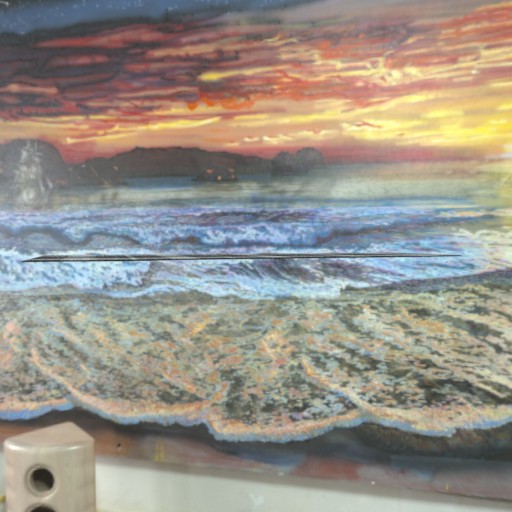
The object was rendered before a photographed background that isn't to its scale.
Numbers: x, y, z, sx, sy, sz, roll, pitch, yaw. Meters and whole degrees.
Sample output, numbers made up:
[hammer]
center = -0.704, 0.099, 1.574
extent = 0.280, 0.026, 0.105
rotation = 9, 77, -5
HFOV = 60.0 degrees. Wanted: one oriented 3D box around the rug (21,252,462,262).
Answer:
[rug]
center = 0.000, 0.000, 2.683
extent = 2.434, 0.012, 0.760
rotation = -1, 2, -19
